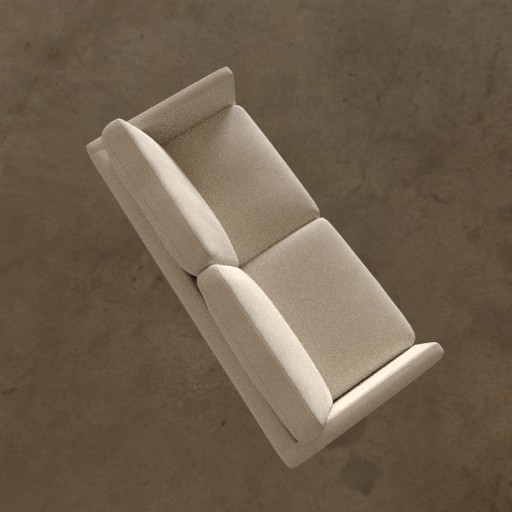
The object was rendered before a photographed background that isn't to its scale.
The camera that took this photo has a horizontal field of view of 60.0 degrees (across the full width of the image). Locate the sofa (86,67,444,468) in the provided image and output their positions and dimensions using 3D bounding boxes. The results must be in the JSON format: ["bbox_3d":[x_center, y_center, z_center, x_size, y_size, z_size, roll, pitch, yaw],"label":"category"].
[{"bbox_3d":[0.000,0.000,2.521,0.965,0.889,1.981,-33,78,-8],"label":"sofa"}]
